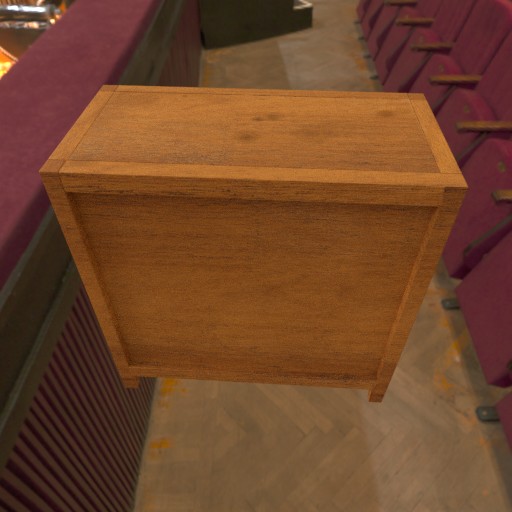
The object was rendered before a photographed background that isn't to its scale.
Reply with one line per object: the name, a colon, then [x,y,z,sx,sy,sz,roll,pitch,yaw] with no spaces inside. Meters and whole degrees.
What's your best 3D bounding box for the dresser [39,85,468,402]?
dresser: [0.000,0.000,1.255,0.804,0.804,0.427,3,44,3]
